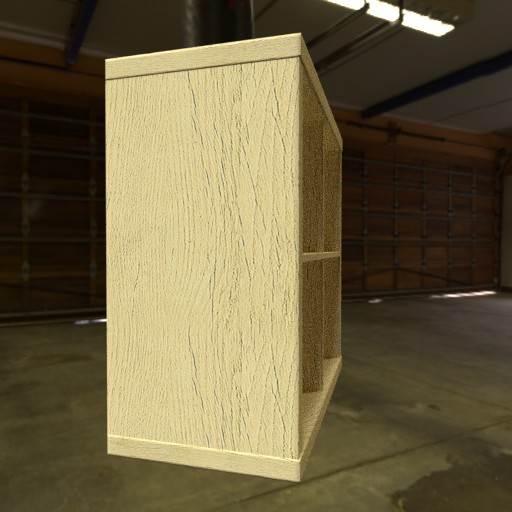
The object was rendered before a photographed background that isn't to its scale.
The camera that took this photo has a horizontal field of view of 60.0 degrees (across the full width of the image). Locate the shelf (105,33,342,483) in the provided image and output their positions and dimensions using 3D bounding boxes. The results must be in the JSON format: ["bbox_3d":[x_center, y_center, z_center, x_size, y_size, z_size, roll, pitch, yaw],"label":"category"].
[{"bbox_3d":[0.000,0.000,1.206,0.390,0.786,0.790,0,1,16],"label":"shelf"}]
